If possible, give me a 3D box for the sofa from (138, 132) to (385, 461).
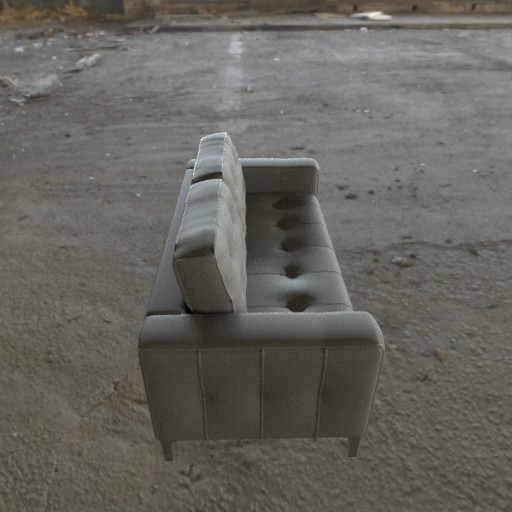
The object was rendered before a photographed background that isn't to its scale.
[{"bbox_3d":[0.000,0.000,2.238,0.833,0.893,1.726,-1,33,-1],"label":"sofa"}]
